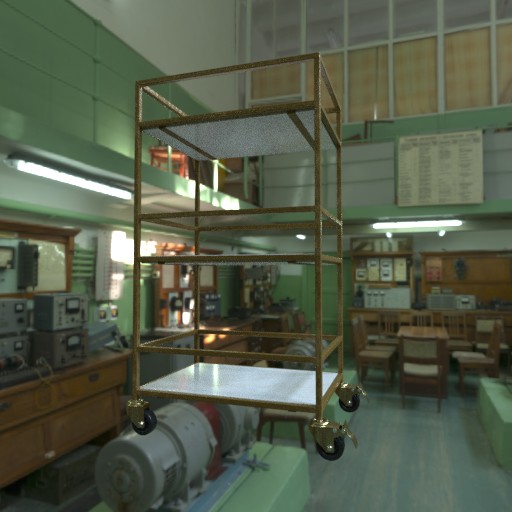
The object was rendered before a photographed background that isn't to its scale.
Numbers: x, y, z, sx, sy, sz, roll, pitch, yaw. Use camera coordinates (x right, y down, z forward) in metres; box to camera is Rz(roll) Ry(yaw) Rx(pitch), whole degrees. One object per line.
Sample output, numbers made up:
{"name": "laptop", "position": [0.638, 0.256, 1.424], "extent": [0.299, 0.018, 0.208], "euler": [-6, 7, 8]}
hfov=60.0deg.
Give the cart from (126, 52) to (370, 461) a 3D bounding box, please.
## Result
{"name": "cart", "position": [0.000, 0.000, 1.027], "extent": [0.483, 0.761, 0.332], "euler": [-1, -2, 18]}
